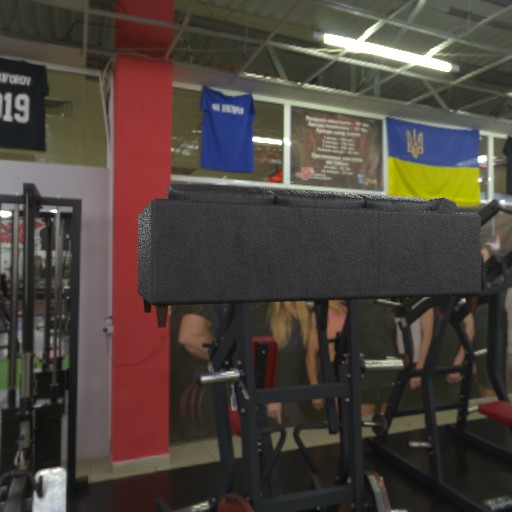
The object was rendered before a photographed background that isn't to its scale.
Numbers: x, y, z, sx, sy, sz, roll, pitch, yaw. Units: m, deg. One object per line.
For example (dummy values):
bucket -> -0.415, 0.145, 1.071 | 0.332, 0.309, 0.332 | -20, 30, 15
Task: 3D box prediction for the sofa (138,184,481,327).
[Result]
sofa -> 0.000, 0.000, 4.501 | 2.452, 0.891, 3.324 | 0, -1, -20
